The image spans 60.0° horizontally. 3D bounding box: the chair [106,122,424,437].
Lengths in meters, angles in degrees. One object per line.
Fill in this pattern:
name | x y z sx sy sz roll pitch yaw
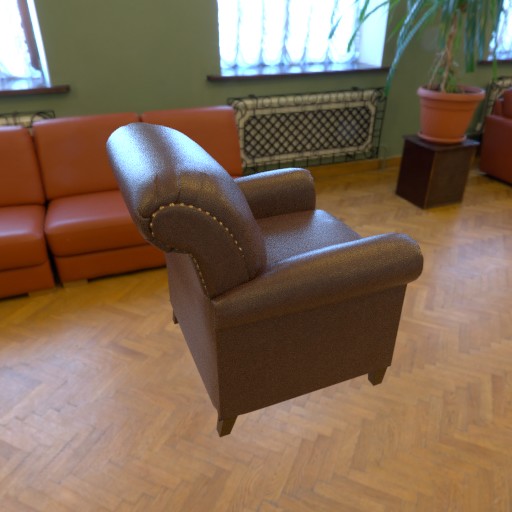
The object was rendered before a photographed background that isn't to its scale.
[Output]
chair | 0.000 0.000 1.625 0.890 0.927 0.854 -12 32 -19
